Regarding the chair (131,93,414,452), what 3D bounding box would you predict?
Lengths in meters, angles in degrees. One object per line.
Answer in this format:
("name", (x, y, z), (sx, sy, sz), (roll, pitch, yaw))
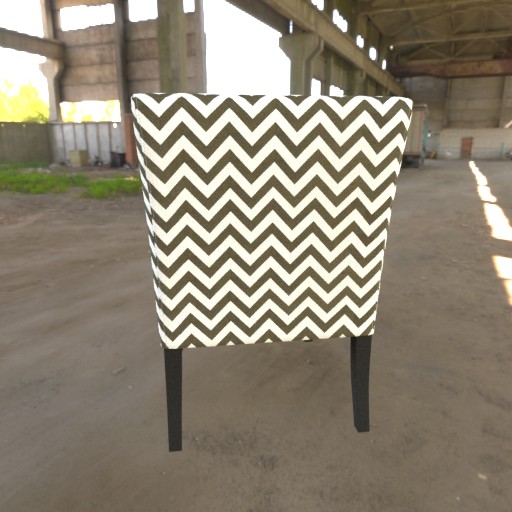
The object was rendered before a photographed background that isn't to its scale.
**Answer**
("chair", (0.000, 0.000, 1.298), (0.589, 0.838, 0.648), (-2, 15, -9))
